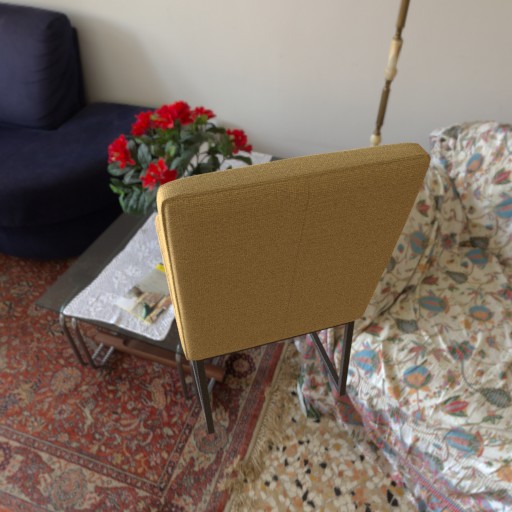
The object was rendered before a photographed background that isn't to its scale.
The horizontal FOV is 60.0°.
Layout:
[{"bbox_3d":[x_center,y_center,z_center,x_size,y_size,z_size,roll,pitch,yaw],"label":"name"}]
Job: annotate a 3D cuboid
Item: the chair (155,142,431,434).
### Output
[{"bbox_3d":[0.000,0.000,1.285,0.520,0.930,0.634,-12,44,-12],"label":"chair"}]
